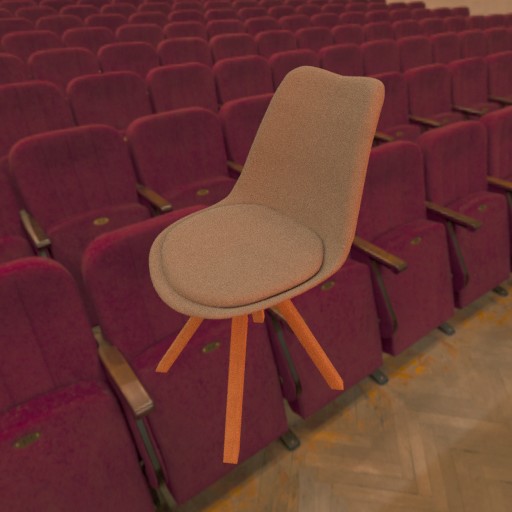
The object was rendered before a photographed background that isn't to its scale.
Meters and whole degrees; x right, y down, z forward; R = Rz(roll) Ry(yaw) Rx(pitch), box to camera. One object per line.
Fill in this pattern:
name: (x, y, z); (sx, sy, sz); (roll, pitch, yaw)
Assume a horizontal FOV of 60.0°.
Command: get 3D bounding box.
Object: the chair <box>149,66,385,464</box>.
chair: (0.000, 0.000, 1.175); (0.549, 0.863, 0.474); (-21, 38, -31)
